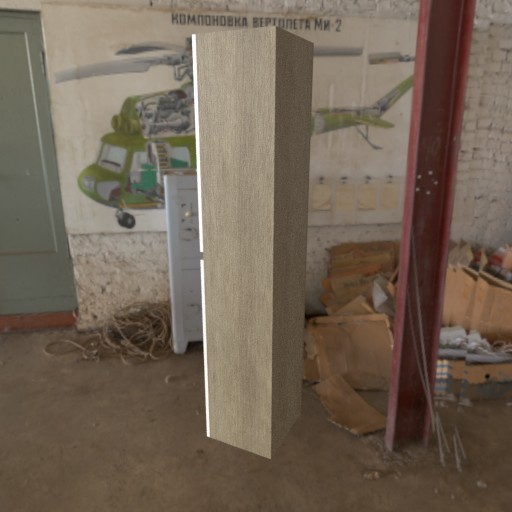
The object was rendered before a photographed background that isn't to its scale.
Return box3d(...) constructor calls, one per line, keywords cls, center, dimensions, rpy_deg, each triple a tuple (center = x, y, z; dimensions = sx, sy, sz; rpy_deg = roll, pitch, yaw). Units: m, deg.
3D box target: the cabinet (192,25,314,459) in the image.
box3d(cls="cabinet", center=(0.000, 0.000, 1.570), dimensions=(0.270, 1.400, 0.300), rpy_deg=(8, 19, 25))
